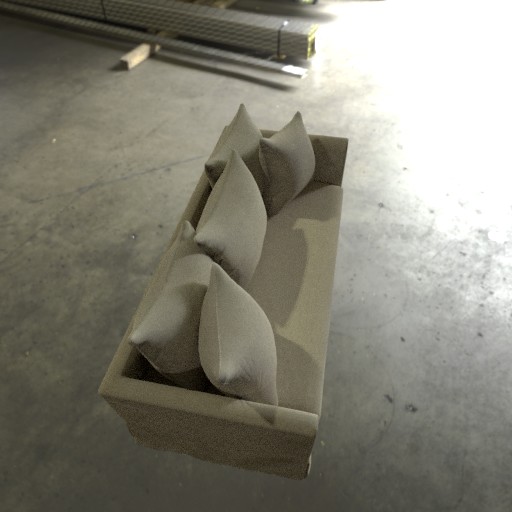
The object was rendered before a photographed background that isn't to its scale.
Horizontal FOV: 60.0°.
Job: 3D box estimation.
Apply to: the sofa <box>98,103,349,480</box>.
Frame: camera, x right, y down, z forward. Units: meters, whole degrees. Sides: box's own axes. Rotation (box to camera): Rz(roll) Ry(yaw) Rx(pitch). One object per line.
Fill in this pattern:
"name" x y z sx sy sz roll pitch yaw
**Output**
"sofa" 0.000 0.000 2.797 1.031 1.034 2.290 8 47 8
